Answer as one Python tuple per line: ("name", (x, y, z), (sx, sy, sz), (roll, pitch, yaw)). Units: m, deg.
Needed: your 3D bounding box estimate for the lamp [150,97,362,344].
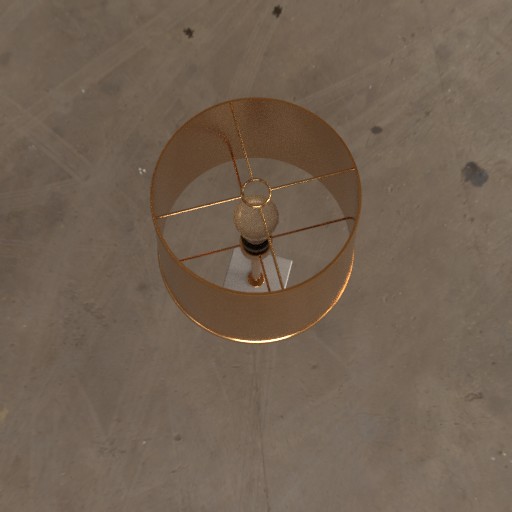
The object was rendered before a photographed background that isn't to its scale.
("lamp", (0.000, 0.000, 0.523), (0.208, 0.406, 0.208), (0, 76, 0))
